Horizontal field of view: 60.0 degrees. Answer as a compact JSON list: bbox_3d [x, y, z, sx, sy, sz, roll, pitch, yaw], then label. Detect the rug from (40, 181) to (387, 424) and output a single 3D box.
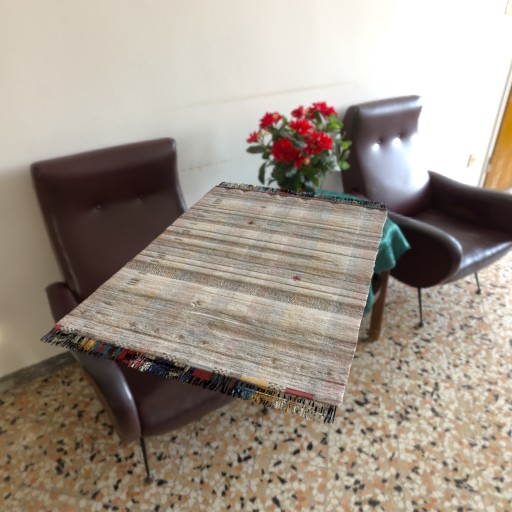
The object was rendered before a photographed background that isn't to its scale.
[{"bbox_3d":[0.000,0.000,2.347,1.217,0.012,1.848,11,33,17],"label":"rug"}]
